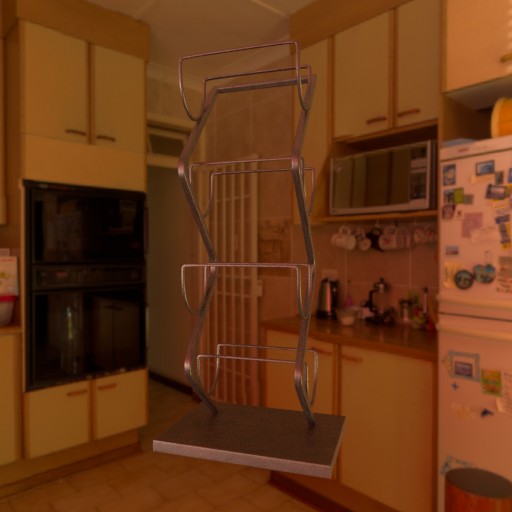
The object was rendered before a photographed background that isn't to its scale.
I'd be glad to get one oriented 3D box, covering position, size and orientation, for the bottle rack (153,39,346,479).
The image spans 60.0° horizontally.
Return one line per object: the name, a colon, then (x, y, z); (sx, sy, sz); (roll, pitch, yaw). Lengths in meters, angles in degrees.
bottle rack: (0.000, 0.000, 0.677); (0.254, 0.559, 0.178); (0, 1, 18)
